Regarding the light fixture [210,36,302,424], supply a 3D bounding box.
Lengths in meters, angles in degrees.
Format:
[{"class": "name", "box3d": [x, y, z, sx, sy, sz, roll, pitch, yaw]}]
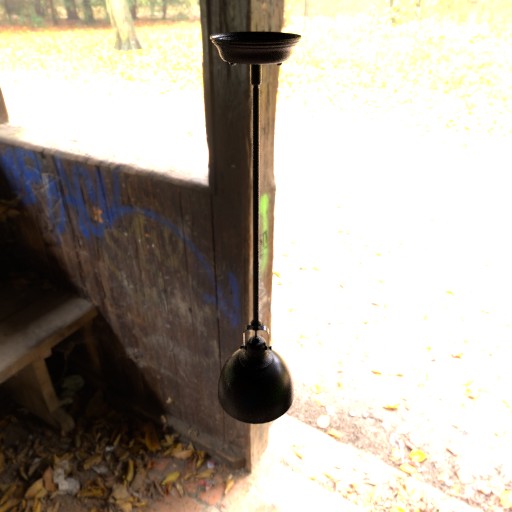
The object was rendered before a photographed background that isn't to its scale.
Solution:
[{"class": "light fixture", "box3d": [0.000, 0.000, 0.859, 0.182, 0.768, 0.182, 1, 32, 2]}]
